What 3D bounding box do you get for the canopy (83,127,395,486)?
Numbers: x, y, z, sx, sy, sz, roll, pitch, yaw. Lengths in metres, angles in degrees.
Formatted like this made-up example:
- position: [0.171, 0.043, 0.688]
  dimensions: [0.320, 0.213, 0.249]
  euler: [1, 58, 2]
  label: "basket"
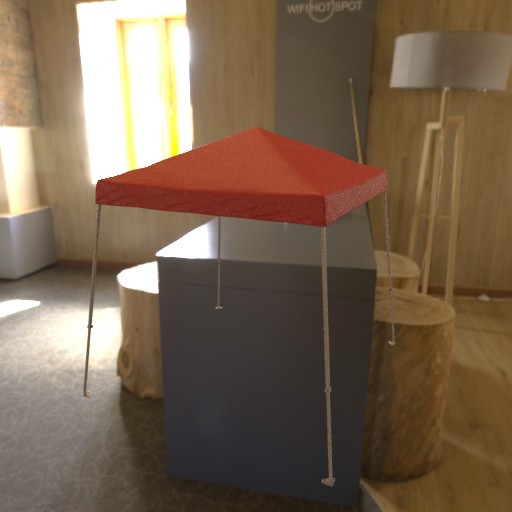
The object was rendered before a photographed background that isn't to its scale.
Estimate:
- position: [0.000, 0.000, 6.438]
  dimensions: [3.600, 3.600, 3.599]
  euler: [8, 18, 26]
  label: "canopy"
